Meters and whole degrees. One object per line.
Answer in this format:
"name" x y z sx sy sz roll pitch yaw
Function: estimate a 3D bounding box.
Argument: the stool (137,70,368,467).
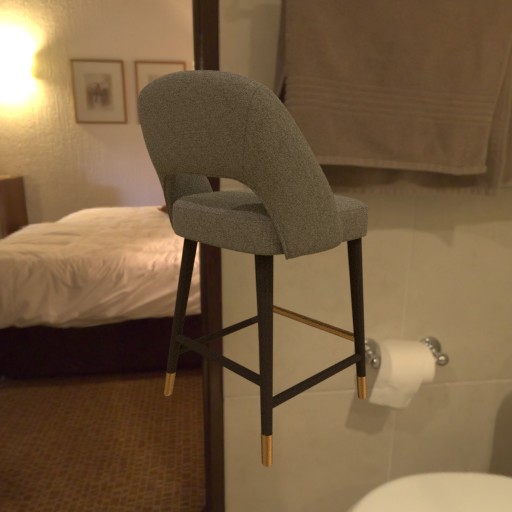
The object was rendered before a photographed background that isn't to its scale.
"stool" 0.000 0.000 1.255 0.524 0.925 0.536 -14 20 -42
